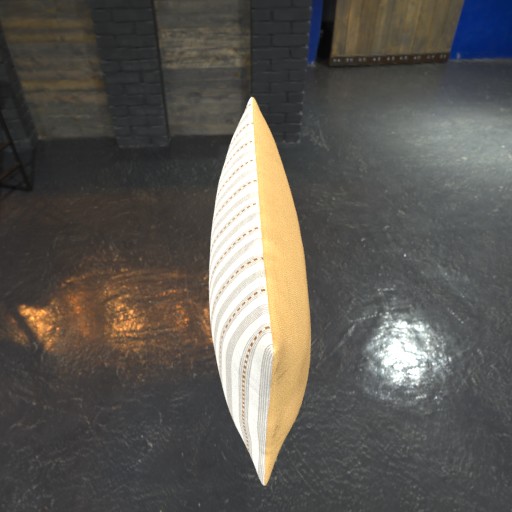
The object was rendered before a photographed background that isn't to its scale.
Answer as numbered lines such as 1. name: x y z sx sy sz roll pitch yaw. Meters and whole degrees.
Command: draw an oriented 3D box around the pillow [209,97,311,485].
1. pillow: 0.000 0.000 0.729 0.151 0.291 0.608 -1 41 -2
